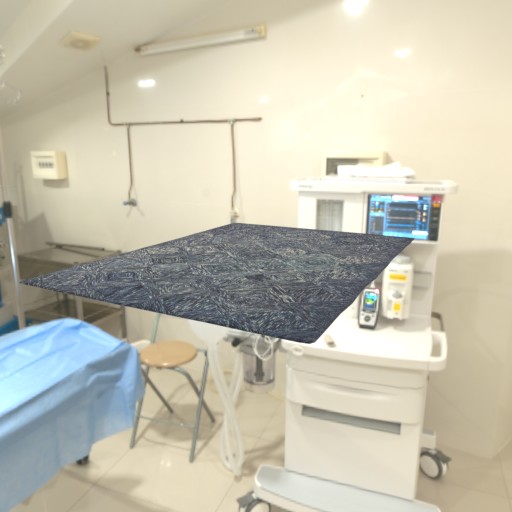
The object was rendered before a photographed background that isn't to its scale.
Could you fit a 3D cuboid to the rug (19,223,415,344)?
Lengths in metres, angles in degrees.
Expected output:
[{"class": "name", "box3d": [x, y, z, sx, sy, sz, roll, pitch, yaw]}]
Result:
[{"class": "rug", "box3d": [0.000, 0.000, 4.197, 2.385, 0.024, 3.245, 7, 15, 27]}]
